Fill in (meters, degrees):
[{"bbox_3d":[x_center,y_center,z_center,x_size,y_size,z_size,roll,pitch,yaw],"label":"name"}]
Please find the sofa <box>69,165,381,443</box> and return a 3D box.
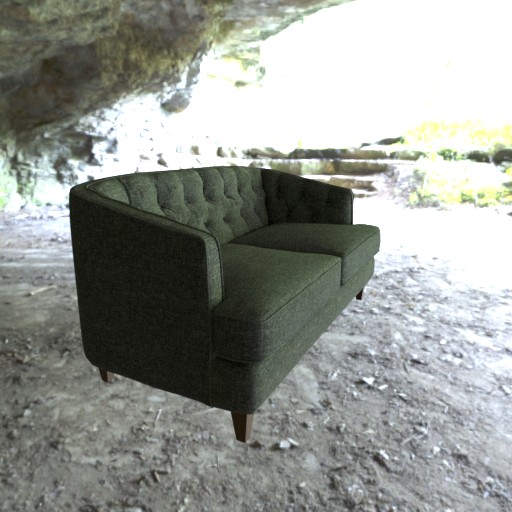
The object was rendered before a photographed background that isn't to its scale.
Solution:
[{"bbox_3d":[0.000,0.000,2.252,0.941,0.855,1.733,7,16,26],"label":"sofa"}]
